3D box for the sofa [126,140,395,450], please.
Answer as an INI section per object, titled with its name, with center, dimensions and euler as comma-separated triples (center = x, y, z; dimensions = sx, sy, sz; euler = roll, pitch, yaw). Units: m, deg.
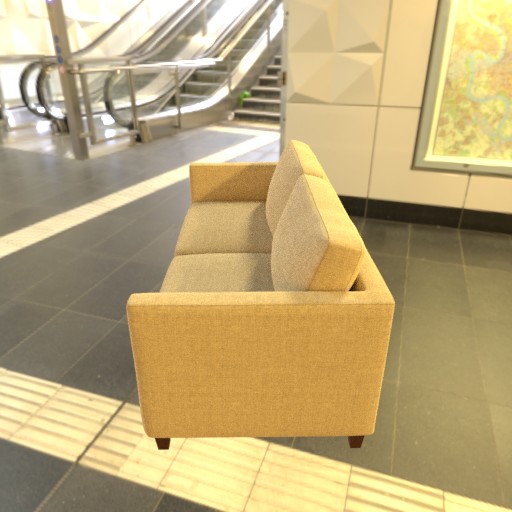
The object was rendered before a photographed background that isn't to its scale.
[sofa]
center = 0.000, 0.000, 2.439
dimensions = 0.950, 0.963, 1.884
euler = 0, 27, -1
